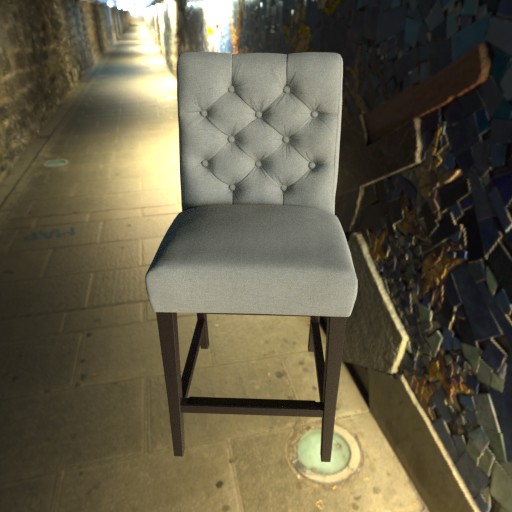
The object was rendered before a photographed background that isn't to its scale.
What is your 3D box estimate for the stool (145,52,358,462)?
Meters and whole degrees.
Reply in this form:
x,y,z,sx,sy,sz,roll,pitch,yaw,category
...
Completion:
x,y,z,sx,sy,sz,roll,pitch,yaw,category
0.000,0.000,1.284,0.493,1.040,0.601,1,29,2,stool
